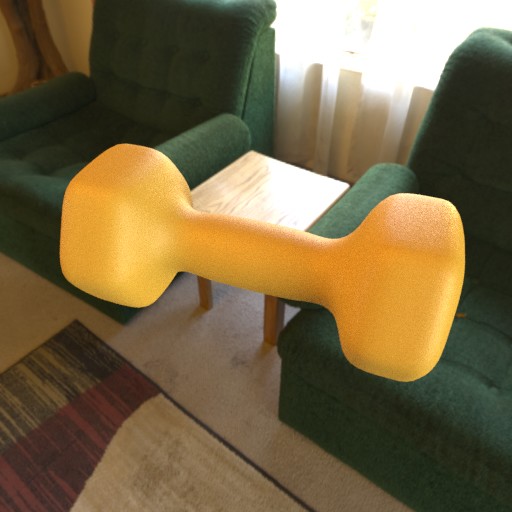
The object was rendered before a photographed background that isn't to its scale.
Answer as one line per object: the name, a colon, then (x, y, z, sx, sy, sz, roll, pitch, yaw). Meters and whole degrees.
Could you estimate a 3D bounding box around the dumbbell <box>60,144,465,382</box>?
dumbbell: (0.000, 0.000, 0.227, 0.190, 0.082, 0.090, 13, 44, 14)
